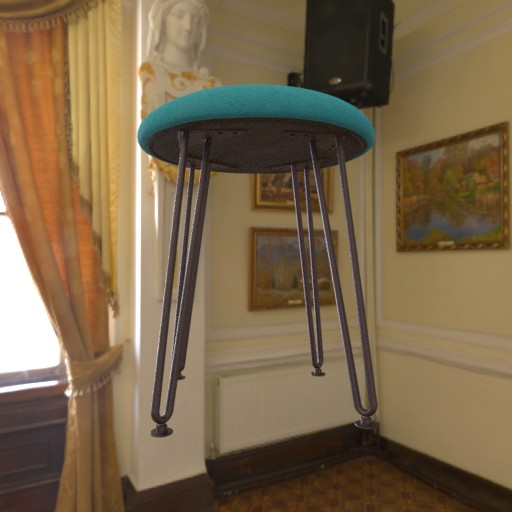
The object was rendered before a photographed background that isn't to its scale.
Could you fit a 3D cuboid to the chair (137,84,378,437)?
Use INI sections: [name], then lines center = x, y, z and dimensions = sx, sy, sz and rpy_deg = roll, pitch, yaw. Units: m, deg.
[chair]
center = 0.000, 0.000, 0.674
dimensions = 0.350, 0.430, 0.350
rpy_deg = 0, -1, -18
